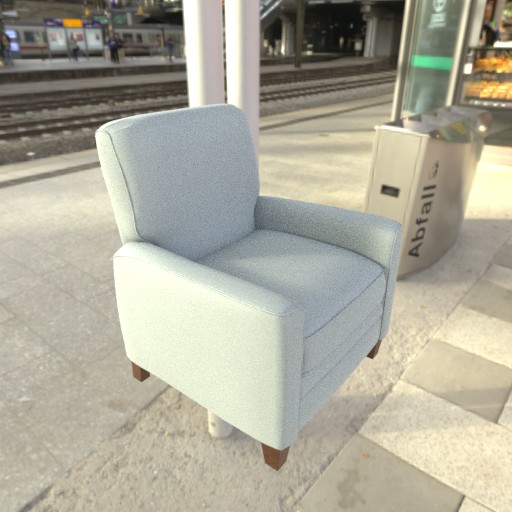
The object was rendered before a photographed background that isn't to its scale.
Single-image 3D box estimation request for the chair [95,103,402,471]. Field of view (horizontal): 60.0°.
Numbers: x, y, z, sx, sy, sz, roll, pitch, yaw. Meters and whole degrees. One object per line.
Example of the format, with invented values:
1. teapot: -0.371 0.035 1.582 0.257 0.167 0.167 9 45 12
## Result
1. chair: 0.000 0.000 1.665 0.846 1.007 0.853 19 31 34
